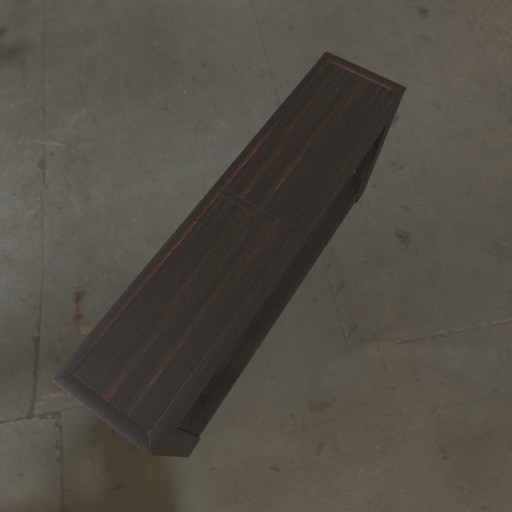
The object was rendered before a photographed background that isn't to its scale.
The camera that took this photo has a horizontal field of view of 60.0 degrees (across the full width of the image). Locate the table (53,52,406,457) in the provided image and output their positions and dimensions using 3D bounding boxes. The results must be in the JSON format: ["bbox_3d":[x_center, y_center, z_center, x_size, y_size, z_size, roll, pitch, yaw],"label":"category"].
[{"bbox_3d":[0.000,0.000,1.895,0.384,0.762,1.631,31,69,13],"label":"table"}]
